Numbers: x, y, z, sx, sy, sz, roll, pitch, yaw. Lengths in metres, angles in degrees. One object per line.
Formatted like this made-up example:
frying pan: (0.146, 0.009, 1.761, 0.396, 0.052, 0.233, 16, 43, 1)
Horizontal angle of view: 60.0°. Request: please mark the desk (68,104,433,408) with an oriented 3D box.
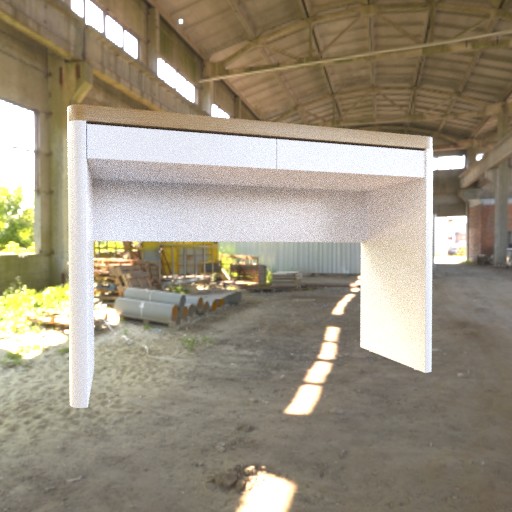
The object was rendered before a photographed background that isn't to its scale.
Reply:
desk: (0.000, 0.000, 1.441, 1.100, 0.760, 0.390, 0, 1, -18)
